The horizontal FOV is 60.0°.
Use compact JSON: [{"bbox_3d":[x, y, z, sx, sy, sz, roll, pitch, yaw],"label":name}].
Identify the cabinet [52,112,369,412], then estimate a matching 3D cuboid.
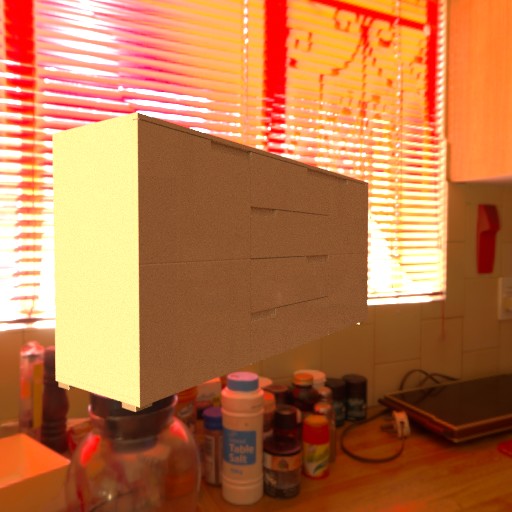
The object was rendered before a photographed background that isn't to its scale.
[{"bbox_3d":[0.000,0.000,1.959,0.400,0.800,1.650,1,2,35],"label":"cabinet"}]
